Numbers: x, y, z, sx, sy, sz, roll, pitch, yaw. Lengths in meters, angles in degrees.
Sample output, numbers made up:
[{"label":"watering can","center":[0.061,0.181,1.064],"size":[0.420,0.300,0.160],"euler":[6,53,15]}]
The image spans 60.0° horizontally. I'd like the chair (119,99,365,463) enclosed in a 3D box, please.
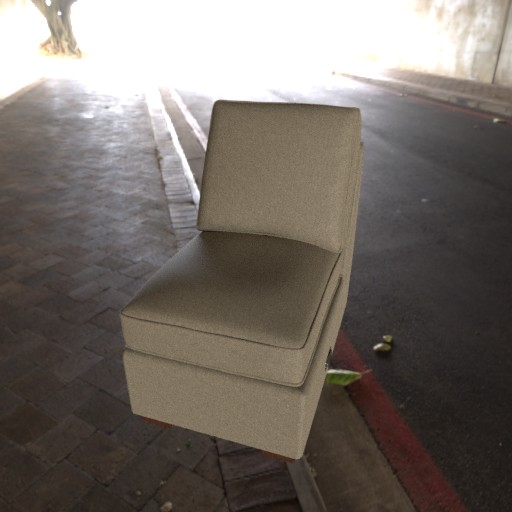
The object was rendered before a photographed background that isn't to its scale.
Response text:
[{"label":"chair","center":[0.000,0.000,1.744],"size":[0.674,1.058,1.020],"euler":[9,28,16]}]
